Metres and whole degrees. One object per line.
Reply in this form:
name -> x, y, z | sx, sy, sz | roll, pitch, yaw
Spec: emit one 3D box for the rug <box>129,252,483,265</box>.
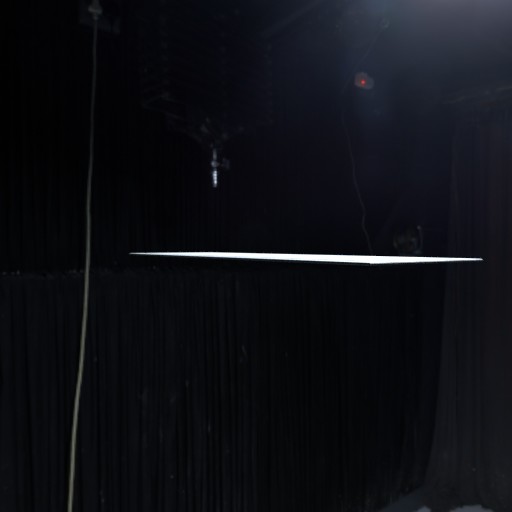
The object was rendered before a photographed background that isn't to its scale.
rug -> 0.000, 0.000, 2.738 | 0.759, 0.012, 2.430 | -1, 2, -35
